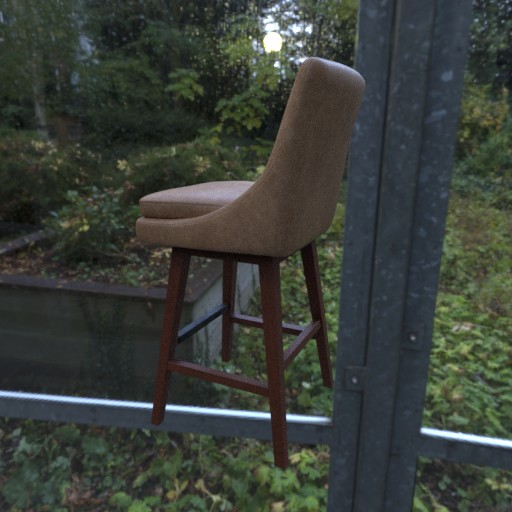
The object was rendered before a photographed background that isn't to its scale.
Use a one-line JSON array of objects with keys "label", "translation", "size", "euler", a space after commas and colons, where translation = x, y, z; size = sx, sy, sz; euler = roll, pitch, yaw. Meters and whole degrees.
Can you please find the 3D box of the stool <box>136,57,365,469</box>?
[{"label": "stool", "translation": [0.000, 0.000, 1.404], "size": [0.572, 1.079, 0.487], "euler": [7, 17, 25]}]
